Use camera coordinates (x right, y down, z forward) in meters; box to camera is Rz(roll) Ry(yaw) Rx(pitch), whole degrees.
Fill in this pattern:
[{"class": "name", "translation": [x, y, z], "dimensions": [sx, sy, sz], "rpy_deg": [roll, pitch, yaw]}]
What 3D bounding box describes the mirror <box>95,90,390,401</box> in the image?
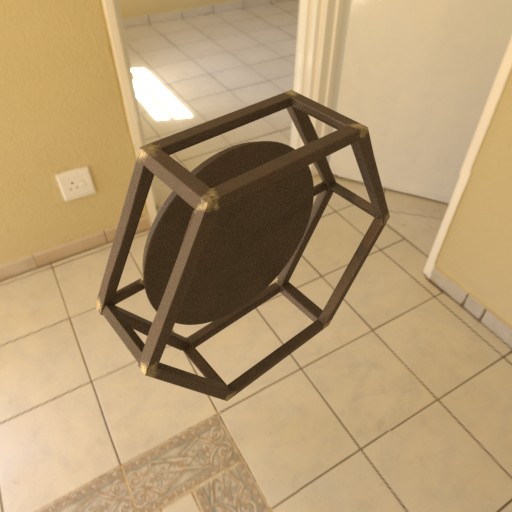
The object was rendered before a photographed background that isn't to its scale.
[{"class": "mirror", "translation": [0.000, 0.000, 0.554], "dimensions": [0.380, 0.334, 0.119], "rpy_deg": [-30, 52, -27]}]
